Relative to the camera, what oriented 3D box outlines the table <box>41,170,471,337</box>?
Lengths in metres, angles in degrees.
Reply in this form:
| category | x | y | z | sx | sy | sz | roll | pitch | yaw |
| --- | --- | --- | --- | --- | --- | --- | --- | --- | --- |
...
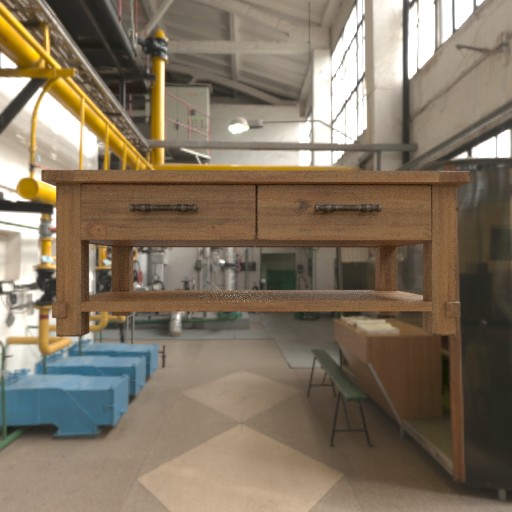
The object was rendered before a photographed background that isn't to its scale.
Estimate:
| category | x | y | z | sx | sy | sz | roll | pitch | yaw |
| --- | --- | --- | --- | --- | --- | --- | --- | --- | --- |
| table | 0.000 | 0.000 | 1.640 | 1.270 | 0.494 | 0.693 | 0 | -1 | -1 |
